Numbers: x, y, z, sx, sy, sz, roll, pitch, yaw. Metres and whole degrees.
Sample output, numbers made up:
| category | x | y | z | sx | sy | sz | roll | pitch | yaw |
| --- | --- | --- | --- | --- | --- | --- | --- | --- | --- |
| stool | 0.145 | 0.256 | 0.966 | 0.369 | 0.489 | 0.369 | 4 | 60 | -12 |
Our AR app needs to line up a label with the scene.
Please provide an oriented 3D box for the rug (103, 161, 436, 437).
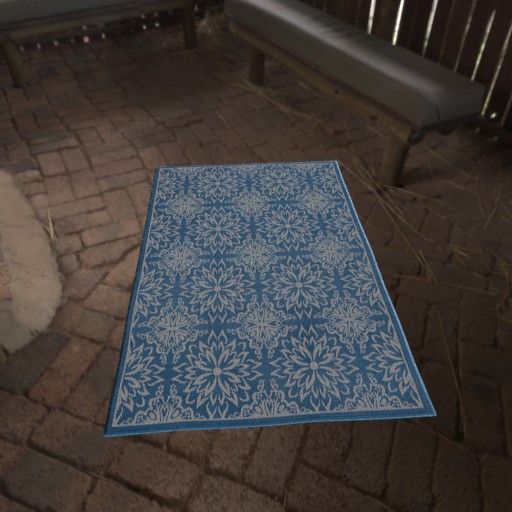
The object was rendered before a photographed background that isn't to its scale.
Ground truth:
| category | x | y | z | sx | sy | sz | roll | pitch | yaw |
| --- | --- | --- | --- | --- | --- | --- | --- | --- | --- |
| rug | 0.000 | 0.000 | 3.444 | 1.830 | 0.018 | 2.769 | -3 | 42 | -3 |
